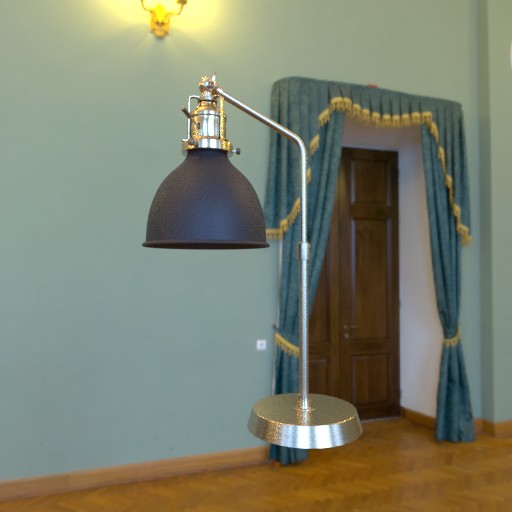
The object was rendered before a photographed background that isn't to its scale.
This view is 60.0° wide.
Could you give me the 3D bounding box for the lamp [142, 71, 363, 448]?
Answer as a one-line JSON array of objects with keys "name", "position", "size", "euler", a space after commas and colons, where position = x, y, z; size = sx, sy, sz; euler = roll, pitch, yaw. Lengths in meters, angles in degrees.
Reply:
[{"name": "lamp", "position": [0.000, 0.000, 0.583], "size": [0.291, 0.456, 0.160], "euler": [1, -2, -19]}]
